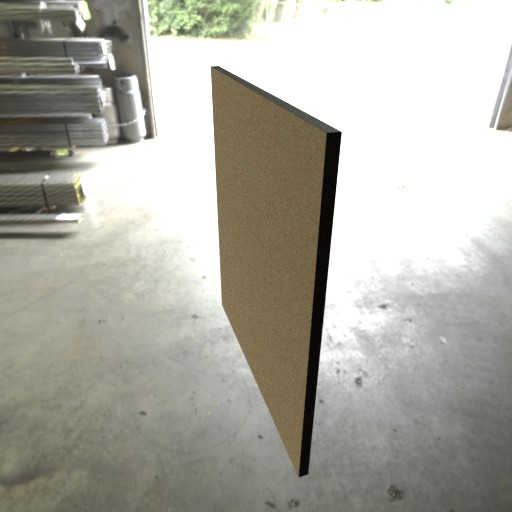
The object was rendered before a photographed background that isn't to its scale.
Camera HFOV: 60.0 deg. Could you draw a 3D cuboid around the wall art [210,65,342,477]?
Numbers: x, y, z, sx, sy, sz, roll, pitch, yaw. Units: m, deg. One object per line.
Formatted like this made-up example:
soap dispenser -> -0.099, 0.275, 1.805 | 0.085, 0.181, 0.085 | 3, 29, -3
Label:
wall art -> 0.000, 0.000, 1.203 | 0.028, 0.863, 0.755 | -10, 32, -16
